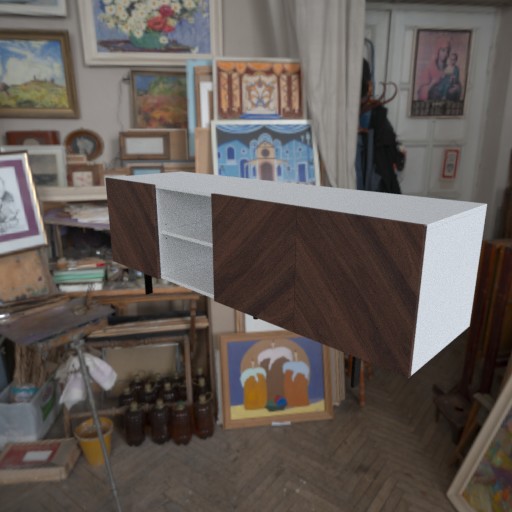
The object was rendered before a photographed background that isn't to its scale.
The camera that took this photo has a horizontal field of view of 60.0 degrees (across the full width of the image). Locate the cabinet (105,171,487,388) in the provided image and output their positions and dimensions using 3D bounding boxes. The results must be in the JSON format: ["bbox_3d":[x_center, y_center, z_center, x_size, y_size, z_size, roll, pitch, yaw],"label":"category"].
[{"bbox_3d":[0.000,0.000,1.745,1.499,0.533,0.431,15,22,42],"label":"cabinet"}]
